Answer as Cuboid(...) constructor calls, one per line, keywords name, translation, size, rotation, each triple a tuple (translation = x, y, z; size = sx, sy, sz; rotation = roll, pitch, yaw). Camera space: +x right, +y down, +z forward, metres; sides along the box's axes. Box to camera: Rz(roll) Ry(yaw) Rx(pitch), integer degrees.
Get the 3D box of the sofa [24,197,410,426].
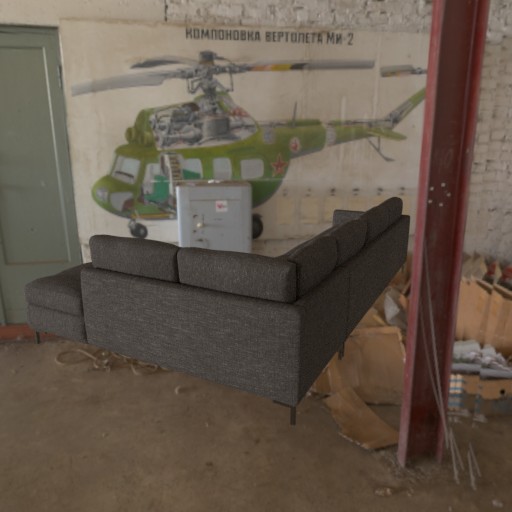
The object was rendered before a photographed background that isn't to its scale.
Cuboid(name="sofa", translation=(0.000, 0.000, 3.749), size=(2.007, 0.815, 2.949), rotation=(8, 17, 27))
